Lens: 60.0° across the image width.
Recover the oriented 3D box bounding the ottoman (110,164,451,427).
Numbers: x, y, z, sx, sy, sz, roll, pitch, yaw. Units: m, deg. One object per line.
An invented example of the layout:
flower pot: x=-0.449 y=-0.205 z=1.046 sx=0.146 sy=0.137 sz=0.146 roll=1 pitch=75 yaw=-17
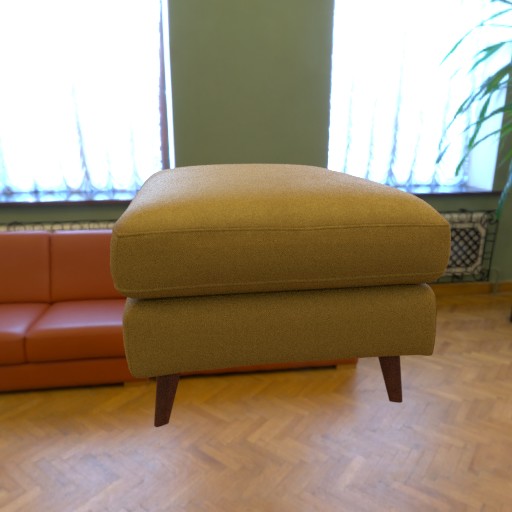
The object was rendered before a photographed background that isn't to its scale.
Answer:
ottoman: x=0.000 y=0.000 z=1.143 sx=0.608 sy=0.449 sz=0.811 roll=-3 pitch=16 yaw=-9
